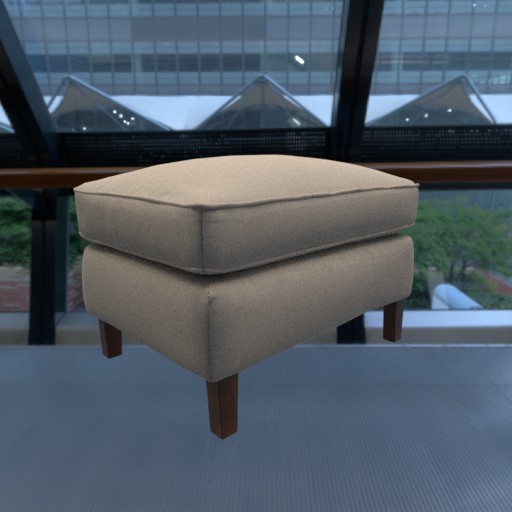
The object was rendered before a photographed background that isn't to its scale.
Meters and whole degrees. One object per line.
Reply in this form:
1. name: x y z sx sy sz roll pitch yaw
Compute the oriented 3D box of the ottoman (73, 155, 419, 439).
1. ottoman: 0.000 0.000 1.026 0.665 0.456 0.501 -12 18 -42
